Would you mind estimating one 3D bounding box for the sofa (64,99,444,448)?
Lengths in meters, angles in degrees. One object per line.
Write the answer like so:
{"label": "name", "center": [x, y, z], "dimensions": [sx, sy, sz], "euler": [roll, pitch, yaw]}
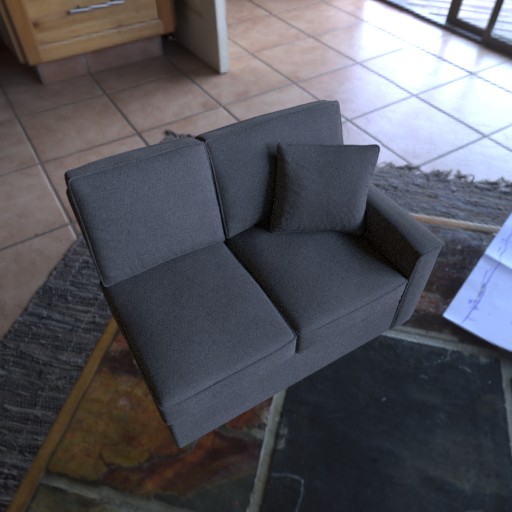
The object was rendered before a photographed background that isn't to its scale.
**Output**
{"label": "sofa", "center": [0.000, 0.000, 2.100], "dimensions": [1.388, 0.989, 0.991], "euler": [-23, 51, -20]}
